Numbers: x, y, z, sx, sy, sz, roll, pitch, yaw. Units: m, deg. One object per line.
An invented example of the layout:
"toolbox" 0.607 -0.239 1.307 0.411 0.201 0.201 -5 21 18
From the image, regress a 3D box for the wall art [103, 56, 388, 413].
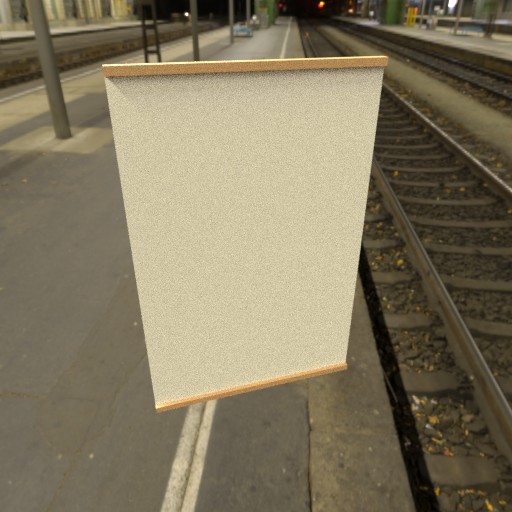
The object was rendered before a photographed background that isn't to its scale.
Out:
"wall art" 0.000 0.000 1.259 0.669 1.020 0.027 -9 30 -15
